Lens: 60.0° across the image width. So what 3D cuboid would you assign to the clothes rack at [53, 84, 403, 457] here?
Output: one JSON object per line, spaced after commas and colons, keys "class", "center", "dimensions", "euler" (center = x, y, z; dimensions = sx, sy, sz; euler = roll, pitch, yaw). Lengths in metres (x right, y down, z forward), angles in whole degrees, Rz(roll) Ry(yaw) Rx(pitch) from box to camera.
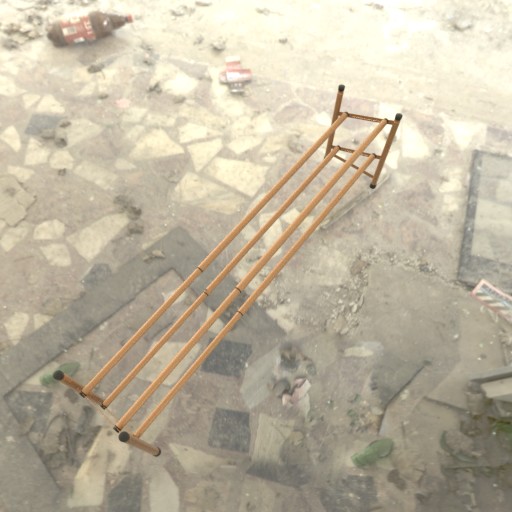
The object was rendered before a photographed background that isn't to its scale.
{"class": "clothes rack", "center": [0.000, 0.000, 1.303], "dimensions": [0.229, 0.349, 1.168], "euler": [34, 67, 17]}
